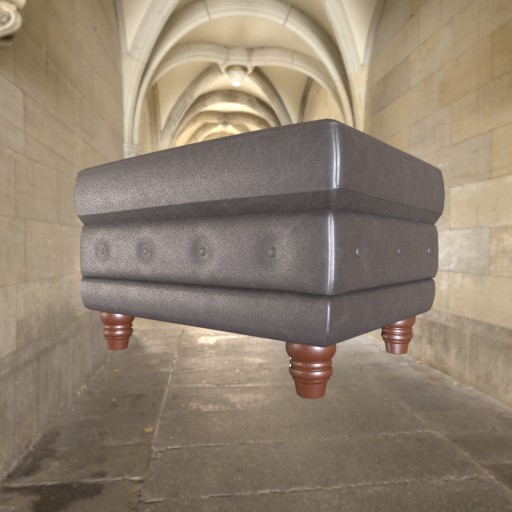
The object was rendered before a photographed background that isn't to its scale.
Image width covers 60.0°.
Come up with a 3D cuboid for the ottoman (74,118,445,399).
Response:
[{"bbox_3d":[0.000,0.000,1.161,0.795,0.498,0.590,1,1,38],"label":"ottoman"}]
